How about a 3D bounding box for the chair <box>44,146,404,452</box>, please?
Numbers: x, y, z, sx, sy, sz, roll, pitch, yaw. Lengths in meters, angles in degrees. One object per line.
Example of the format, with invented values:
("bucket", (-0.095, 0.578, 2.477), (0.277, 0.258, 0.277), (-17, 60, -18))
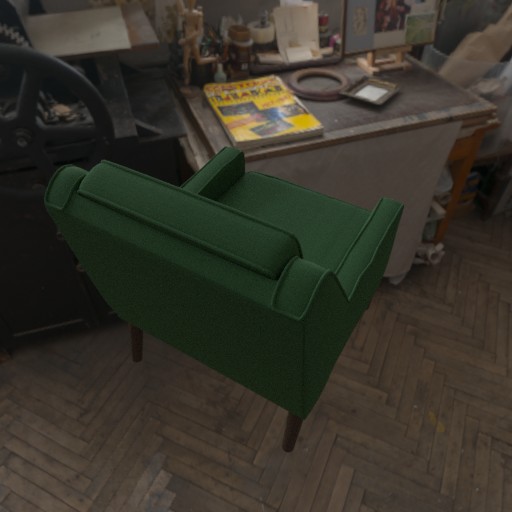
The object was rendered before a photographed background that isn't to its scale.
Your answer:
("chair", (0.000, 0.000, 1.302), (0.663, 0.792, 0.743), (23, 49, 21))
